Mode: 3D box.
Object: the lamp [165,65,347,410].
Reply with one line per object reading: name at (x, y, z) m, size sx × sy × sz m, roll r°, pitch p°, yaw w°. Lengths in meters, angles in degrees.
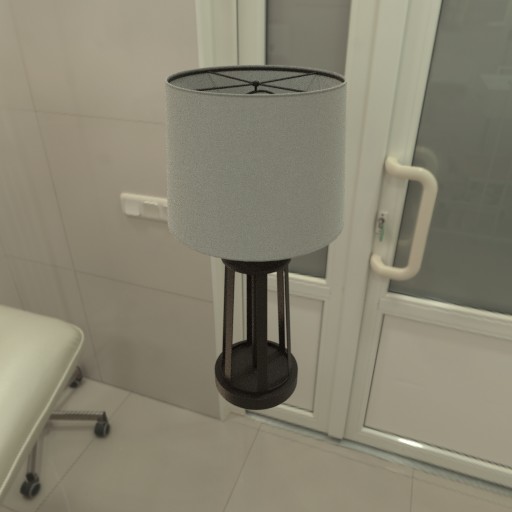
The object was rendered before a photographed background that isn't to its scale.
lamp at (0.000, 0.000, 0.673) m, size 0.251 × 0.509 × 0.251 m, roll 0°, pitch 31°, yaw 0°
